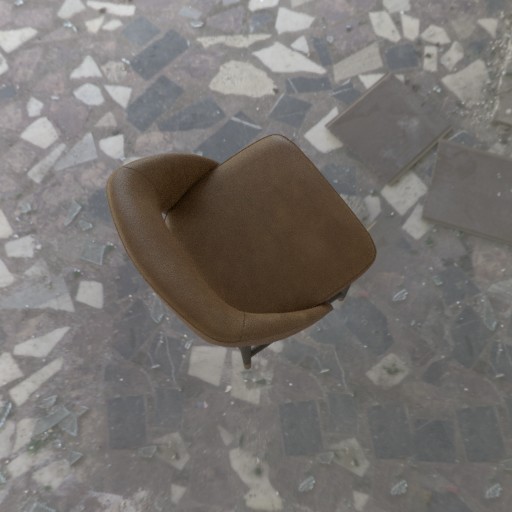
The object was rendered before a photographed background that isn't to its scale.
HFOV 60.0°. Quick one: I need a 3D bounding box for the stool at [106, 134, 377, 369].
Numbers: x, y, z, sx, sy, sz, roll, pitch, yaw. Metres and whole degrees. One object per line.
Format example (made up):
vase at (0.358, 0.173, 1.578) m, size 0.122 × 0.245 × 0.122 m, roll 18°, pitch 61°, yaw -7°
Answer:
stool at (0.000, 0.000, 1.237) m, size 0.509 × 0.940 × 0.494 m, roll -35°, pitch 77°, yaw -9°
